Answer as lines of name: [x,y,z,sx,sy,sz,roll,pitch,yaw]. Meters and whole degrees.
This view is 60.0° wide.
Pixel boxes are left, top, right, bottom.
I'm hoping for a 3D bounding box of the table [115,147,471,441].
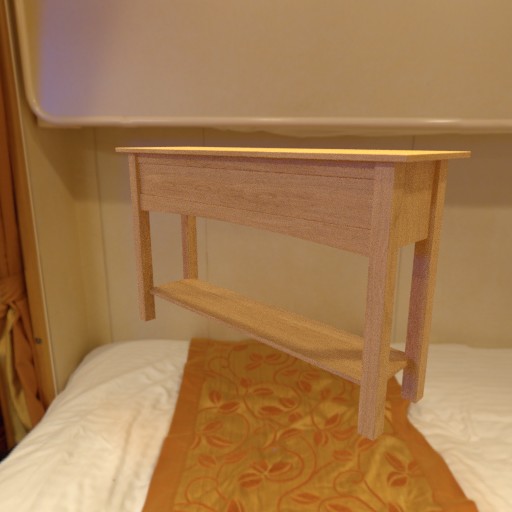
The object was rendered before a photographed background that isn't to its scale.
table: [0.000,0.000,1.555,0.350,0.730,1.240,-14,20,-43]
